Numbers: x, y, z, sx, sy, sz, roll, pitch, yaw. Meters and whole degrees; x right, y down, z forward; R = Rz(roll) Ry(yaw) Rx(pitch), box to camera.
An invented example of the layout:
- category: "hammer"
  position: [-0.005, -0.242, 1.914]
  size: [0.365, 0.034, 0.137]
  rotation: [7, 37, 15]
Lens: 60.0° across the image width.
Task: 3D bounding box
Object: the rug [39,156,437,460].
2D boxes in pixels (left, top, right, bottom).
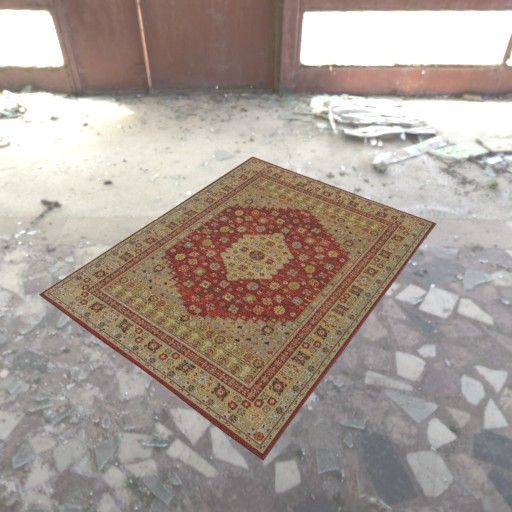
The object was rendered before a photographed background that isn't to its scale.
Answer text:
- category: "rug"
  position: [0.000, 0.000, 4.201]
  size: [2.387, 0.013, 3.053]
  rotation: [26, 47, 27]
